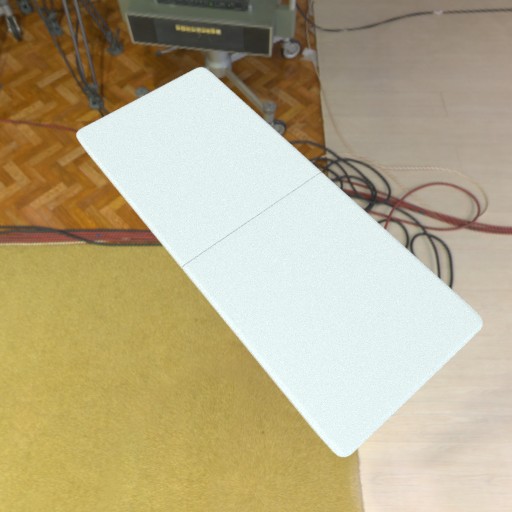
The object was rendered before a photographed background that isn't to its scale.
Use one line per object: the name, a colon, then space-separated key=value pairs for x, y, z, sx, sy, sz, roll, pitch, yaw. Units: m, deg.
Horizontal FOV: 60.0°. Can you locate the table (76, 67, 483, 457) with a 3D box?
table: x=0.000 y=0.000 z=2.196 sx=0.761 sy=0.719 sz=1.829 roll=-36 pitch=67 yaw=-17
